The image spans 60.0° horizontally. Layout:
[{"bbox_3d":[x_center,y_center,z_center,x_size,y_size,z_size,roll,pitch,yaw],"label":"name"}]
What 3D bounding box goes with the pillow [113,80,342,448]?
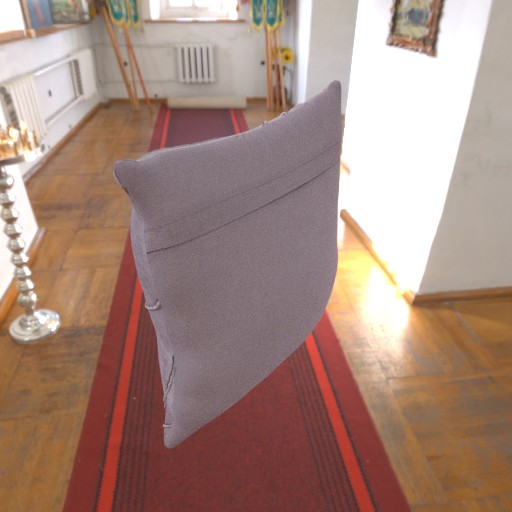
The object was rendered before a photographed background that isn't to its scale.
[{"bbox_3d":[0.000,0.000,0.668,0.185,0.440,0.439,22,39,31],"label":"pillow"}]
